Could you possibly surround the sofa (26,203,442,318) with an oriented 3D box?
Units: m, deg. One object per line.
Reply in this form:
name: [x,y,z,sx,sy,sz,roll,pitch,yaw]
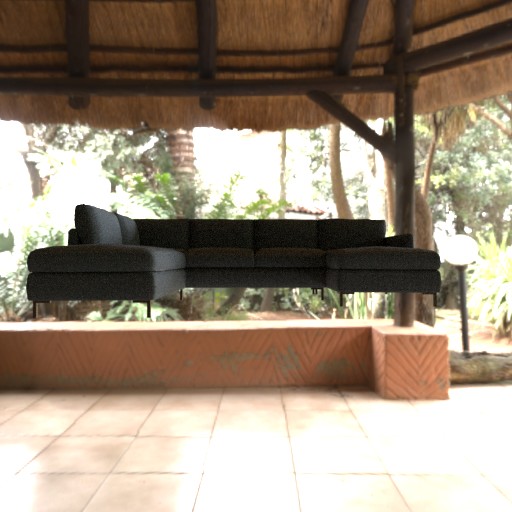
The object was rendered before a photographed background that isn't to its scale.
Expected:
sofa: [0.000,0.000,3.542,2.737,0.753,1.879,0,0,0]
